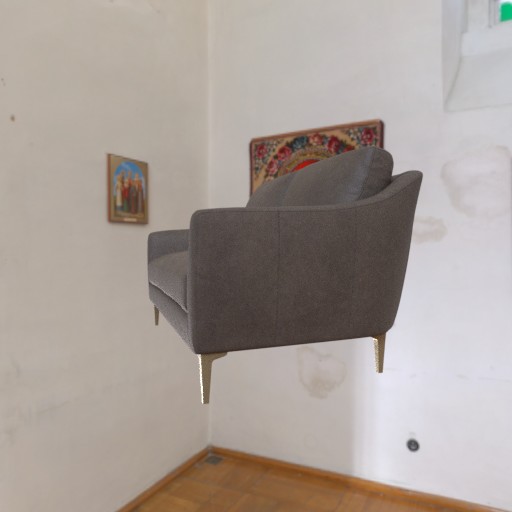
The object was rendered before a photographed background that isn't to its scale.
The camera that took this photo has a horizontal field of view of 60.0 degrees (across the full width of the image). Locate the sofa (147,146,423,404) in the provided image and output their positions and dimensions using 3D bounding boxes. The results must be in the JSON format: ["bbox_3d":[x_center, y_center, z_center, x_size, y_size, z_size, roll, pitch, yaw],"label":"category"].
[{"bbox_3d":[0.000,0.000,2.240,0.960,0.902,1.619,0,1,-18],"label":"sofa"}]
